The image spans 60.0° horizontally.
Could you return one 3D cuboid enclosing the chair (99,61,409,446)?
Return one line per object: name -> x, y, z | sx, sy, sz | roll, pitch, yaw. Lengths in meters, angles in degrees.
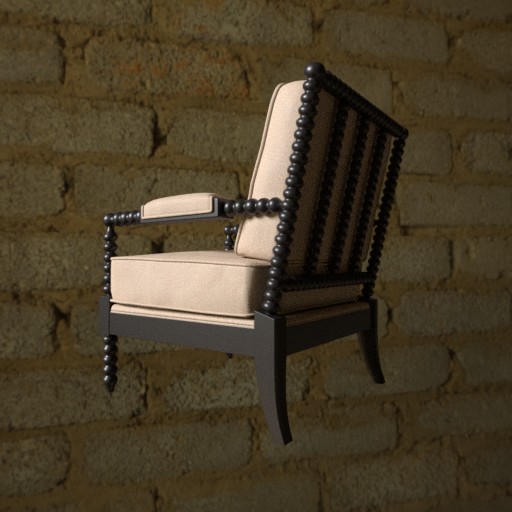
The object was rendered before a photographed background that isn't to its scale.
chair -> 0.000, 0.000, 1.179 | 0.657, 0.703, 0.555 | 0, -1, 36
